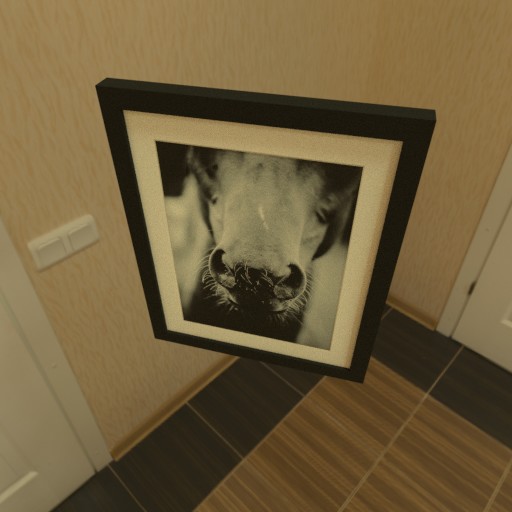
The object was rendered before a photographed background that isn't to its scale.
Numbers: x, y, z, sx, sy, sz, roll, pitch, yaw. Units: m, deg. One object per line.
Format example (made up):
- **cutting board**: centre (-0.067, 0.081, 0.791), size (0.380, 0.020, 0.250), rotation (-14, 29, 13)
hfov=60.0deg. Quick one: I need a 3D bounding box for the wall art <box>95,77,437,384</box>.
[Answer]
- **wall art**: centre (0.000, 0.000, 0.771), size (0.457, 0.559, 0.033), rotation (10, 42, 11)
